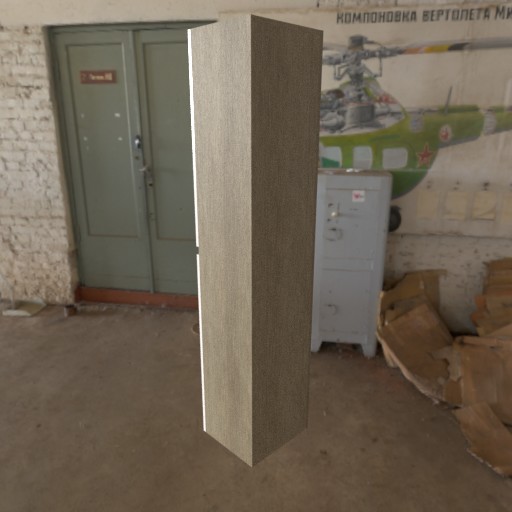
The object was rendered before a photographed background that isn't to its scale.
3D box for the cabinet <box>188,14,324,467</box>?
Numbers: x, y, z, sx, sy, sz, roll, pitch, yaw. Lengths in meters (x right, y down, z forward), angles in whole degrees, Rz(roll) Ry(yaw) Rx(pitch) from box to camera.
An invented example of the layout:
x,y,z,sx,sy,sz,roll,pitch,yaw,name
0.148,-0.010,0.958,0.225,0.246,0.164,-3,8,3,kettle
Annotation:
x,y,z,sx,sy,sz,roll,pitch,yaw,name
0.000,0.000,1.517,0.300,1.400,0.270,-16,23,-42,cabinet
